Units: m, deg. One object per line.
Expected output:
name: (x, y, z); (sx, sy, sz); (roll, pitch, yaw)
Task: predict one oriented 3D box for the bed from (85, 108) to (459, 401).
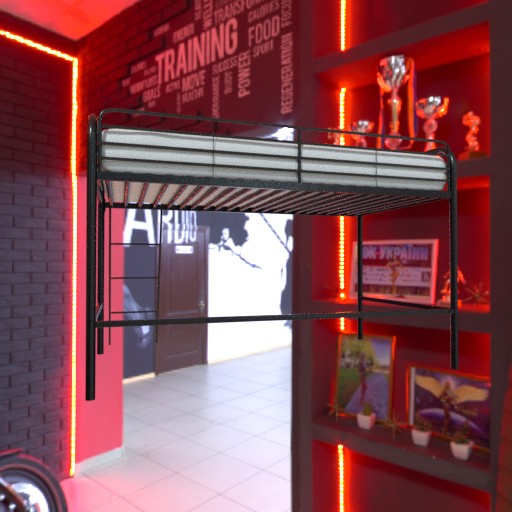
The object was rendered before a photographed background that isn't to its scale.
bed: (0.000, 0.000, 2.871); (1.968, 1.289, 1.393); (0, -1, -17)
